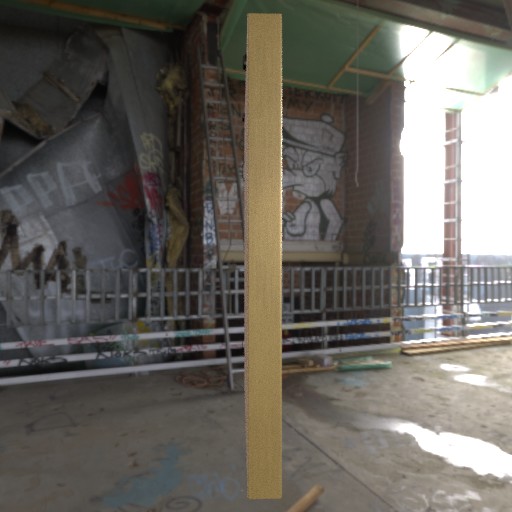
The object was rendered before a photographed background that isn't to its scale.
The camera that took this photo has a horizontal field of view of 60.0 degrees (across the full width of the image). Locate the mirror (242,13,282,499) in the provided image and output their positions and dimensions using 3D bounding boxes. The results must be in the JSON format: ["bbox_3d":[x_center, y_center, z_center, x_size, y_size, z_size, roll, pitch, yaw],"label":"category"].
[{"bbox_3d":[0.000,0.000,0.665,0.041,0.508,0.405,0,0,-2],"label":"mirror"}]
